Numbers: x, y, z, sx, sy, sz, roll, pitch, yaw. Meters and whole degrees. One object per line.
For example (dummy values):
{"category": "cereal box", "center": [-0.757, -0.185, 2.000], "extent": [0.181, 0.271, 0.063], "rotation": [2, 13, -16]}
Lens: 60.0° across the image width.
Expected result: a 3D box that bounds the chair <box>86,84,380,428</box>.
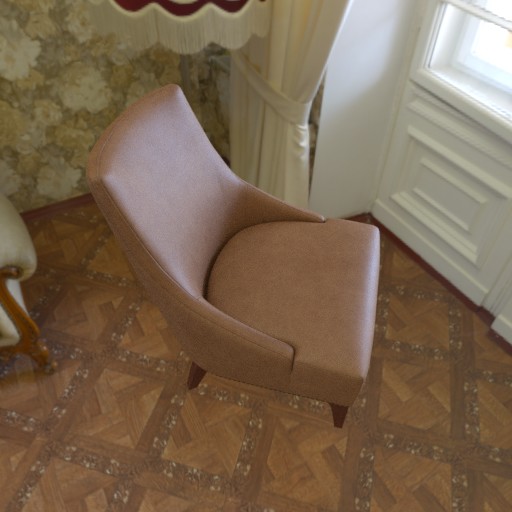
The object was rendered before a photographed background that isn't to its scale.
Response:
{"category": "chair", "center": [0.000, 0.000, 1.520], "extent": [0.861, 0.909, 0.701], "rotation": [10, 47, 10]}
